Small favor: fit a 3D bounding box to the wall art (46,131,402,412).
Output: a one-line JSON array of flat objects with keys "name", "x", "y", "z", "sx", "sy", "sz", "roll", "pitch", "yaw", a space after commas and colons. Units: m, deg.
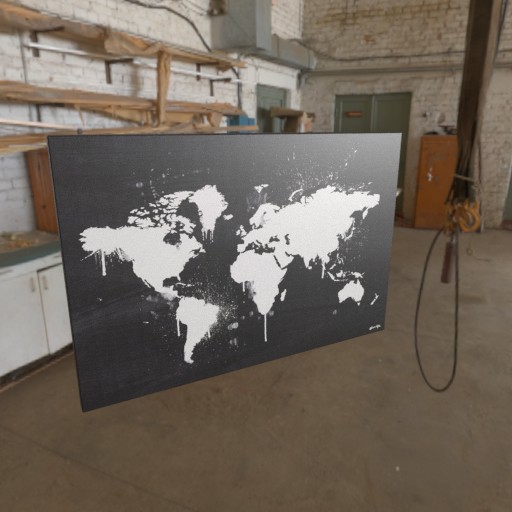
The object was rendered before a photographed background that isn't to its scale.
[{"name": "wall art", "x": 0.000, "y": 0.000, "z": 1.142, "sx": 0.912, "sy": 0.612, "sz": 0.038, "roll": -9, "pitch": 18, "yaw": -27}]
